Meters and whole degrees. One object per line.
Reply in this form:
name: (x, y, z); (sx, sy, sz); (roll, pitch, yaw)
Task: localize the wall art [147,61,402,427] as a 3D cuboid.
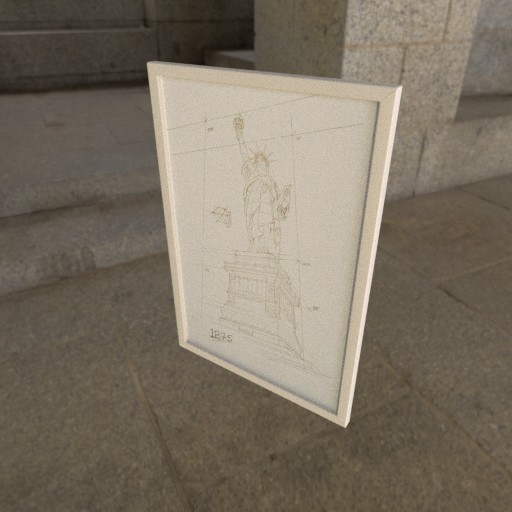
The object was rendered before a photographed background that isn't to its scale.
wall art: (0.000, 0.000, 1.050); (0.556, 0.813, 0.026); (18, 35, 28)
